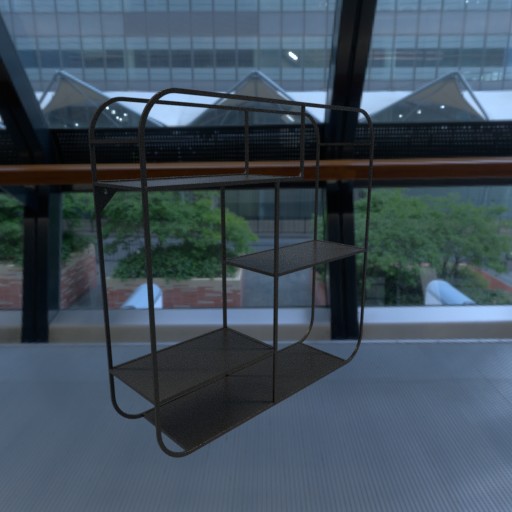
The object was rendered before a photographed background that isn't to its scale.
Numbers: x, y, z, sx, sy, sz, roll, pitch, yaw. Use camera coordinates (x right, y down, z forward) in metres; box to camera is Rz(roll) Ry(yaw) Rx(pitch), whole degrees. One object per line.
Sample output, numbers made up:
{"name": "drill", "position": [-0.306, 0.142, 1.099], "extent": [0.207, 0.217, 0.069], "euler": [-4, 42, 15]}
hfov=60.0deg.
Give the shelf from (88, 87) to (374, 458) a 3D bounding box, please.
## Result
{"name": "shelf", "position": [0.000, 0.000, 0.918], "extent": [0.600, 0.600, 0.160], "euler": [-13, 19, -43]}
